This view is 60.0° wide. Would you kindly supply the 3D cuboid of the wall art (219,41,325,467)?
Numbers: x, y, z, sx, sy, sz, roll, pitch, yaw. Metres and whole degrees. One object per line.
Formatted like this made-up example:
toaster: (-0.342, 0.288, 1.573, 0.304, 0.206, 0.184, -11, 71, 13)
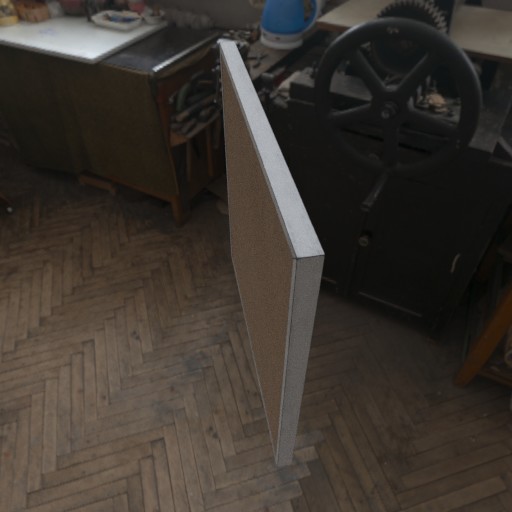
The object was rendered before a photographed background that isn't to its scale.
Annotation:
wall art: (0.000, 0.000, 1.115, 0.038, 0.762, 0.762, -8, 46, -8)
